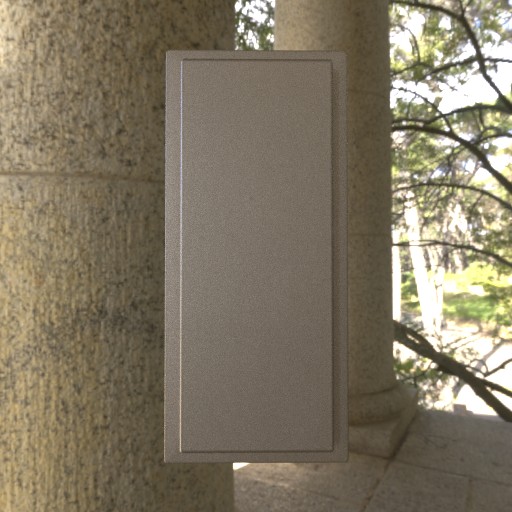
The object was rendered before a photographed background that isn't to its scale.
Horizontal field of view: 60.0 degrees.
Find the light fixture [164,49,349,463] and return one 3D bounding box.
[{"bbox_3d":[0.000,0.000,0.470,0.168,0.380,0.160,0,-1,-1],"label":"light fixture"}]
